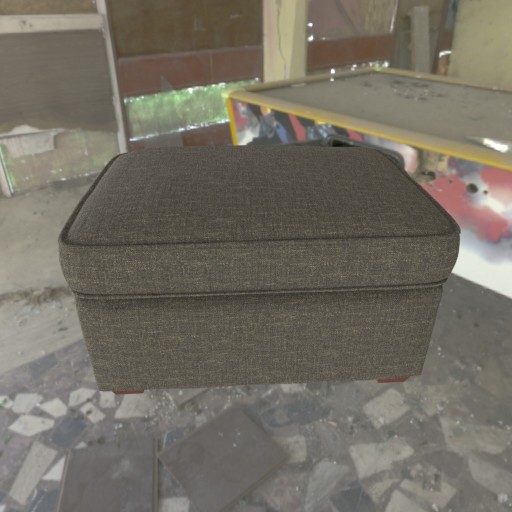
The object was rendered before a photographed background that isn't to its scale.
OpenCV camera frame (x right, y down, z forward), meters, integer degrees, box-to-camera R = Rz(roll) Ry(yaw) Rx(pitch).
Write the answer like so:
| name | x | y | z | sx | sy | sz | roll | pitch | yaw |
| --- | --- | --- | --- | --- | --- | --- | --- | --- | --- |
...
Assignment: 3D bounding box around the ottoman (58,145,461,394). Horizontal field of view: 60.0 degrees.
| name | x | y | z | sx | sy | sz | roll | pitch | yaw |
| --- | --- | --- | --- | --- | --- | --- | --- | --- | --- |
| ottoman | 0.000 | 0.000 | 1.088 | 0.749 | 0.450 | 0.549 | -2 | 31 | -3 |
